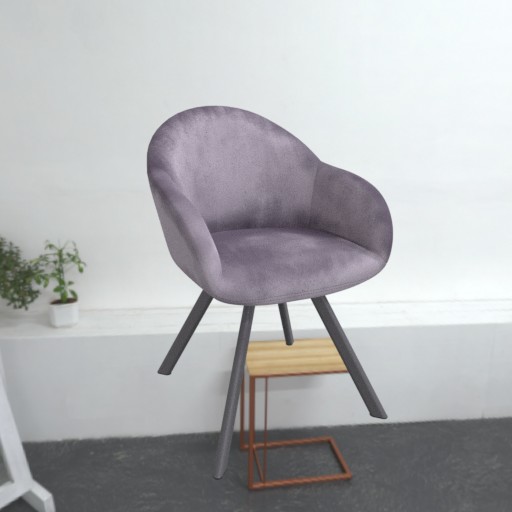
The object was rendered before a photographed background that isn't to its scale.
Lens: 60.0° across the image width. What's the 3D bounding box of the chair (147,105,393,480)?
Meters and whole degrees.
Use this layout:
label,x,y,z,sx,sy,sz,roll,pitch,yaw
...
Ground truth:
label,x,y,z,sx,sy,sz,roll,pitch,yaw
chair,0.000,0.000,1.204,0.550,0.795,0.590,-8,18,-25
